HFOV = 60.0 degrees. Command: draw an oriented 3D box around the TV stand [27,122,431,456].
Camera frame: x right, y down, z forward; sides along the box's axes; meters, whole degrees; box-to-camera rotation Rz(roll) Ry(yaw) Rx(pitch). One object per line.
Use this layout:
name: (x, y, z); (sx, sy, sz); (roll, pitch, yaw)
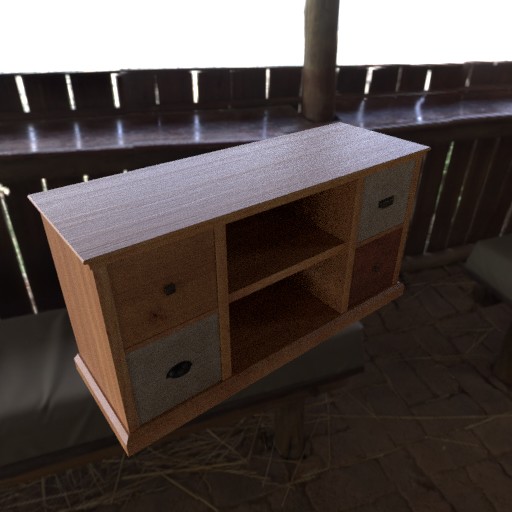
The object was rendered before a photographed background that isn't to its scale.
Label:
TV stand: (0.000, 0.000, 1.470); (1.181, 0.607, 0.417); (-22, 38, -32)
